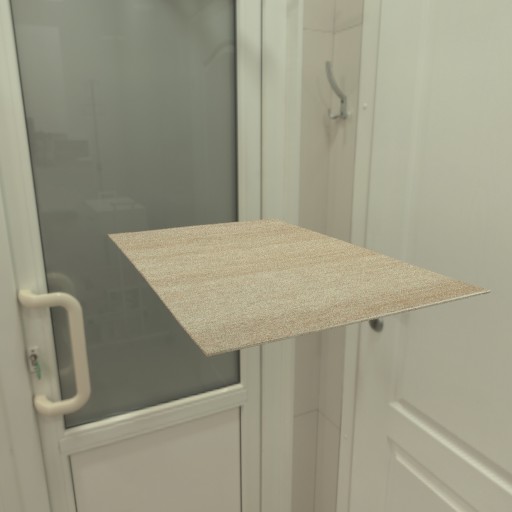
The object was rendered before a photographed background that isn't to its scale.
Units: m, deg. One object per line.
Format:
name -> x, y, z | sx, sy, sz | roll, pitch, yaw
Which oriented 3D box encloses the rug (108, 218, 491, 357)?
rug -> 0.000, 0.000, 2.975 | 1.574, 0.029, 2.346 | -7, 17, -25
